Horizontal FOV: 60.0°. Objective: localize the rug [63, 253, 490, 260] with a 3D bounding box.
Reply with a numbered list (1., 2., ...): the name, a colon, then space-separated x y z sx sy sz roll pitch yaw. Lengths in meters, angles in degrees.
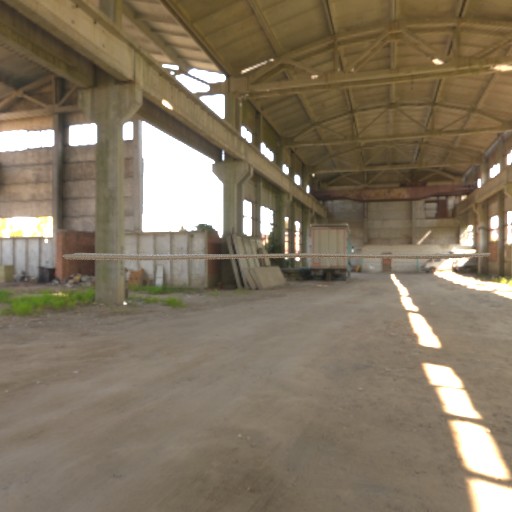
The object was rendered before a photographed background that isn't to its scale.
1. rug: 0.000 0.000 4.078 3.011 0.054 2.399 0 0 -17
